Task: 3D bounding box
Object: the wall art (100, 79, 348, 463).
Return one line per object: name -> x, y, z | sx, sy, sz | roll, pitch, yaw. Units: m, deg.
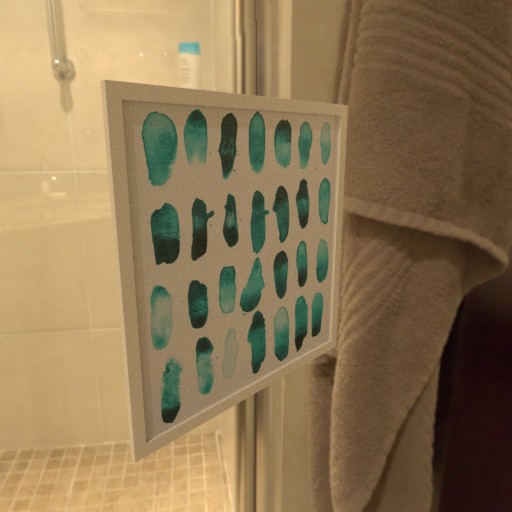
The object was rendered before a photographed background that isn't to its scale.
wall art -> 0.000, 0.000, 0.670 | 0.009, 0.457, 0.456 | 13, 20, 42
